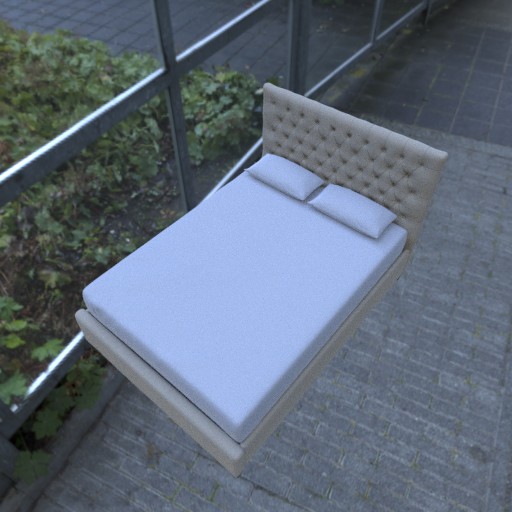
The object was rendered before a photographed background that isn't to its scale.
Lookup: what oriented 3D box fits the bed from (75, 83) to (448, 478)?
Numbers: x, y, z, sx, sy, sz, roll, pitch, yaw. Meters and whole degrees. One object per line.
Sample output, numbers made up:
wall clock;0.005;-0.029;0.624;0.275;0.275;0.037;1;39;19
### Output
bed;0.000;0.000;3.458;1.698;1.427;2.387;32;55;26
